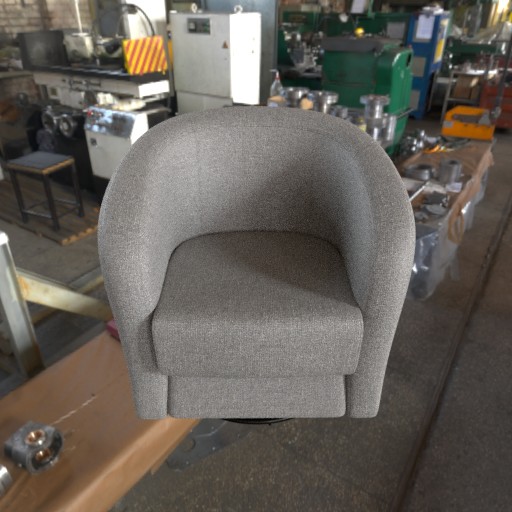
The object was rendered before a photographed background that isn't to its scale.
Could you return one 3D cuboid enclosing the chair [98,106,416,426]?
[{"bbox_3d":[0.000,0.000,1.397,0.791,0.771,0.815,0,29,0],"label":"chair"}]
